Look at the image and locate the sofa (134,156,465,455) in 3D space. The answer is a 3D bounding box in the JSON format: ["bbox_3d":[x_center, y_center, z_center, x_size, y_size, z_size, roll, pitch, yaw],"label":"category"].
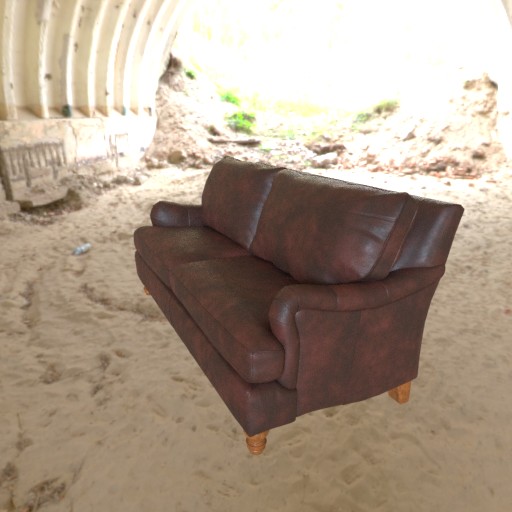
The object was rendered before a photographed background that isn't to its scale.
[{"bbox_3d":[0.000,0.000,2.779,1.147,1.071,2.144,-9,20,-25],"label":"sofa"}]
